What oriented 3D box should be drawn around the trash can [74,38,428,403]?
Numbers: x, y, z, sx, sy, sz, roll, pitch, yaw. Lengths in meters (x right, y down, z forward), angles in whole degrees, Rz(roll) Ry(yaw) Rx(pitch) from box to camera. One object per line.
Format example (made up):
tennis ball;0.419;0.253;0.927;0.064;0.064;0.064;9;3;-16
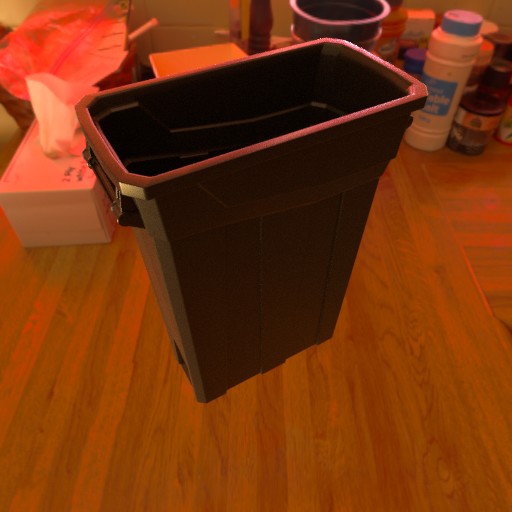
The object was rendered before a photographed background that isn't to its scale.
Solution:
trash can;0.000;0.000;0.999;0.559;0.762;0.281;-23;51;-20
